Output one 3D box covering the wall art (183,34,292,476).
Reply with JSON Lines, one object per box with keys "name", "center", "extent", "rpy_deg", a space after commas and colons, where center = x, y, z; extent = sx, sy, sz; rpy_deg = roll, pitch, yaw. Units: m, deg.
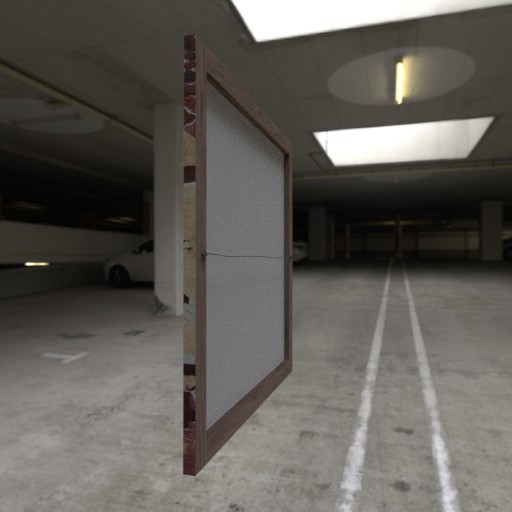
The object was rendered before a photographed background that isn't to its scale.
{"name": "wall art", "center": [0.000, 0.000, 1.126], "extent": [0.028, 0.762, 0.757], "rpy_deg": [0, -1, 17]}
